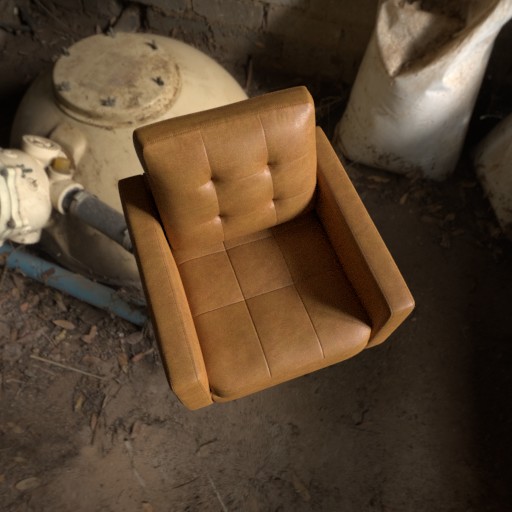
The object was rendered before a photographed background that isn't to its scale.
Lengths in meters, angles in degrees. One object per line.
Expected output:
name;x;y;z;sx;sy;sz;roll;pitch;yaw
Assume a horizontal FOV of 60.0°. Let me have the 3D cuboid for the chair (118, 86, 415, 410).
chair;0.000;0.000;1.626;0.831;0.896;0.868;-17;65;-8
